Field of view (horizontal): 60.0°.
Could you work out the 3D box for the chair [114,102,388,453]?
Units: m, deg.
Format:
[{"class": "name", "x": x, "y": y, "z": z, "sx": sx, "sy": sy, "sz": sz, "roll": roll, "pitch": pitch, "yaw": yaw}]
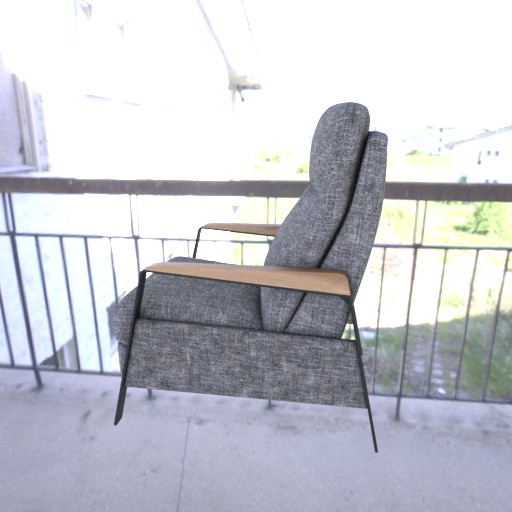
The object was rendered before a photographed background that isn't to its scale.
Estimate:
[{"class": "chair", "x": 0.000, "y": 0.000, "z": 1.613, "sx": 0.868, "sy": 1.042, "sz": 0.671, "roll": 2, "pitch": 16, "yaw": 9}]
